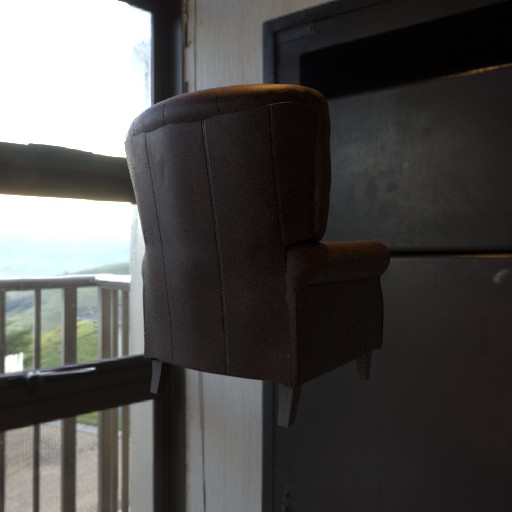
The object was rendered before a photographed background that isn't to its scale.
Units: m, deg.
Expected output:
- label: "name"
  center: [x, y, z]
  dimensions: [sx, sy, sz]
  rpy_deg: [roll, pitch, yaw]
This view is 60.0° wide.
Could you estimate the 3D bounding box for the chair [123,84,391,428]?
- label: "chair"
  center: [0.000, 0.000, 1.936]
  dimensions: [0.948, 1.158, 1.058]
  rpy_deg: [0, 0, 35]
